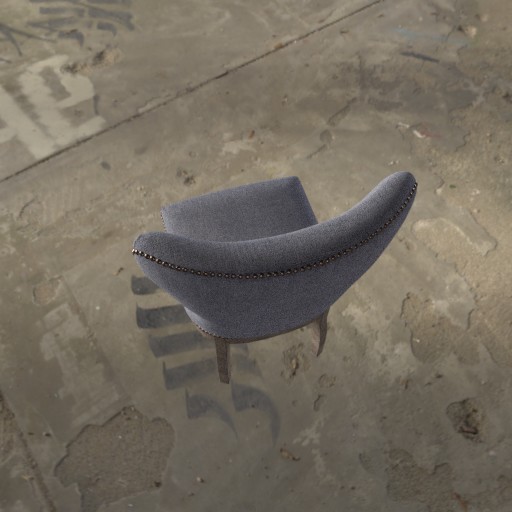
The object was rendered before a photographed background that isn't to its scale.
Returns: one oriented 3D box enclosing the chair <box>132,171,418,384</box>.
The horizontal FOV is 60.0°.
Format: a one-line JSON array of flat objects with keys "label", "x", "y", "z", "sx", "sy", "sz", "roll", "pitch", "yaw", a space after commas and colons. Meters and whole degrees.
[{"label": "chair", "x": 0.000, "y": 0.000, "z": 1.458, "sx": 0.654, "sy": 1.002, "sz": 0.681, "roll": -14, "pitch": 59, "yaw": -9}]
